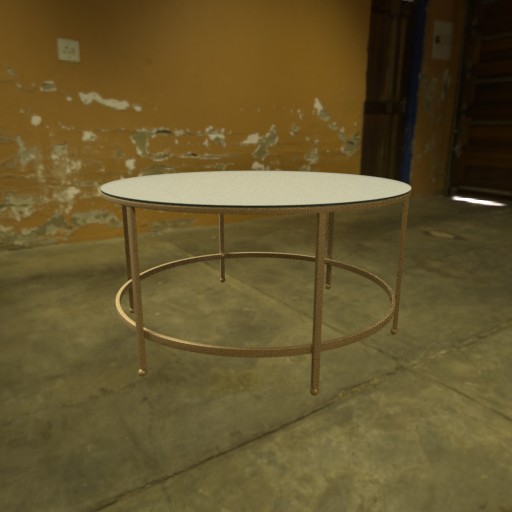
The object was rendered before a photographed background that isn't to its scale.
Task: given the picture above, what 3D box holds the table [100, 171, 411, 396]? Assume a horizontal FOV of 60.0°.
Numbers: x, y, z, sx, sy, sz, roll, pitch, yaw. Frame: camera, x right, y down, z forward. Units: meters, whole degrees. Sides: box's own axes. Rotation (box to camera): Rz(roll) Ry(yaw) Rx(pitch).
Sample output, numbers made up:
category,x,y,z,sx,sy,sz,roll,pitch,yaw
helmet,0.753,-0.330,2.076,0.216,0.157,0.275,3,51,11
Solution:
category,x,y,z,sx,sy,sz,roll,pitch,yaw
table,0.000,0.000,1.429,0.914,0.470,0.914,0,15,0
